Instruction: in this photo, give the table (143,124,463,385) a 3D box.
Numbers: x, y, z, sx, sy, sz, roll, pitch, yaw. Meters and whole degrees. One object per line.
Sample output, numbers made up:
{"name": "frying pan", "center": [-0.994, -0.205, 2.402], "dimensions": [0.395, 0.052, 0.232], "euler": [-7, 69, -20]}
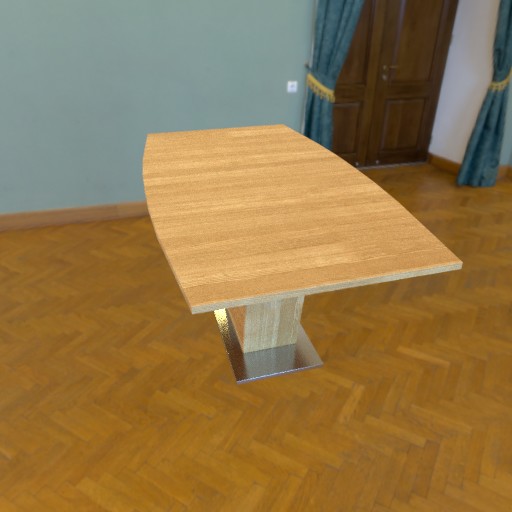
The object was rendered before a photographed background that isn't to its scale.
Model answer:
{"name": "table", "center": [0.000, 0.000, 2.019], "dimensions": [0.900, 0.748, 1.598], "euler": [-8, 32, -13]}
